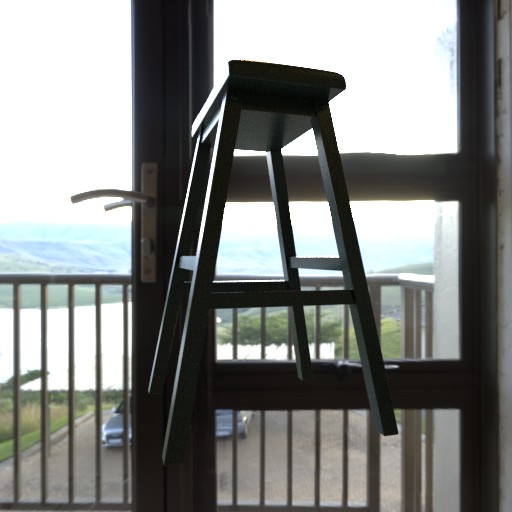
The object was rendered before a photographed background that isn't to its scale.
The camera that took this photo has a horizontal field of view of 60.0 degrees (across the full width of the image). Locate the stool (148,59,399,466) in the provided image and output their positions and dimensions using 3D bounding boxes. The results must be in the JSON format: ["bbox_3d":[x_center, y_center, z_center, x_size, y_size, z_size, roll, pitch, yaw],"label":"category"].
[{"bbox_3d":[0.000,0.000,1.063,0.476,0.737,0.457,0,0,-17],"label":"stool"}]
